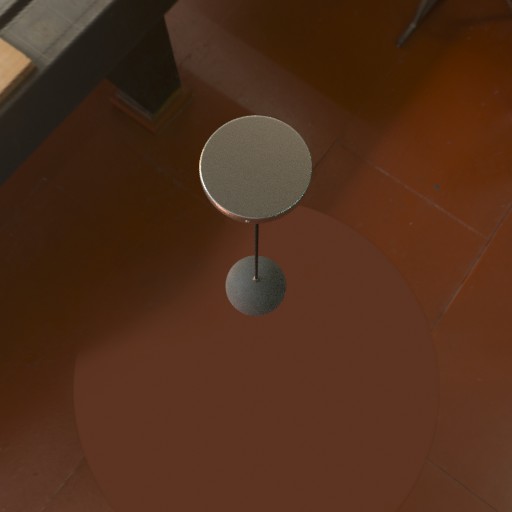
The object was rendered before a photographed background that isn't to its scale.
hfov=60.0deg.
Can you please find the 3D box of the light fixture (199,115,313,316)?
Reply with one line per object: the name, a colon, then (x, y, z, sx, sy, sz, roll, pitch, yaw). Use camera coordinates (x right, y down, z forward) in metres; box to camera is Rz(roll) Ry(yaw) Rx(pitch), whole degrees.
light fixture: (0.000, 0.000, 0.830, 0.153, 0.760, 0.153, -18, 76, -5)
